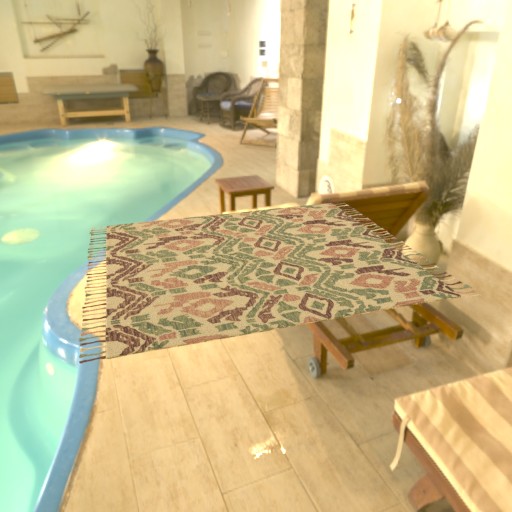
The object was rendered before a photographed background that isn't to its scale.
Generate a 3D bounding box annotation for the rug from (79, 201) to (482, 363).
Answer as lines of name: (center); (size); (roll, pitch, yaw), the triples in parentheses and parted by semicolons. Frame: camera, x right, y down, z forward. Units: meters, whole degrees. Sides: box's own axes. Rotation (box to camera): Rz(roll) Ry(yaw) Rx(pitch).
rug: (0.000, 0.000, 4.176); (3.048, 0.010, 2.438); (-7, 27, -15)
